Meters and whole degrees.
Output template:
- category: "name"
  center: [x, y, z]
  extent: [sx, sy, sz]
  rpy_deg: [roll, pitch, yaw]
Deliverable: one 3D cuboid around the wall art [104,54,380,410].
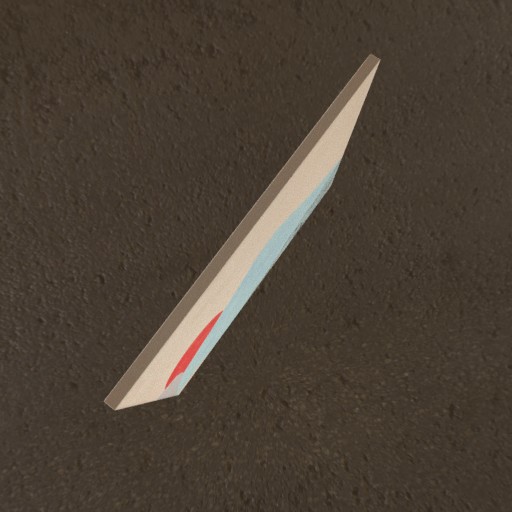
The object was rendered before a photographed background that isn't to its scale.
- category: "wall art"
  center: [0.000, 0.000, 1.635]
  extent: [0.042, 0.912, 1.219]
  rpy_deg: [35, 78, 9]
